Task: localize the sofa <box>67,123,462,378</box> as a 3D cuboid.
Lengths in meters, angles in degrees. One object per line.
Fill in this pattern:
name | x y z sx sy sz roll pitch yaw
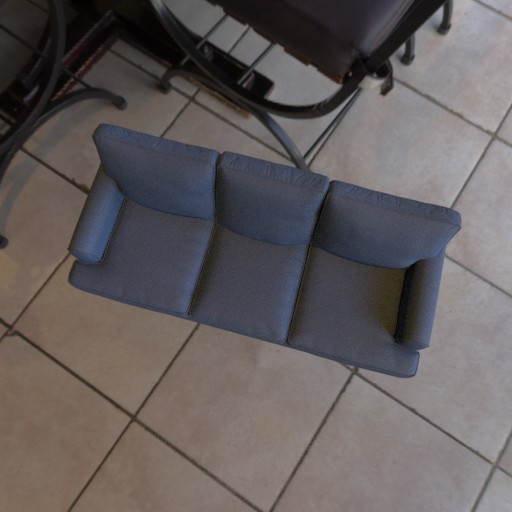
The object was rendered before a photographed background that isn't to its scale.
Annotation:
sofa | 0.000 0.000 2.693 2.158 0.965 0.951 15 76 4
